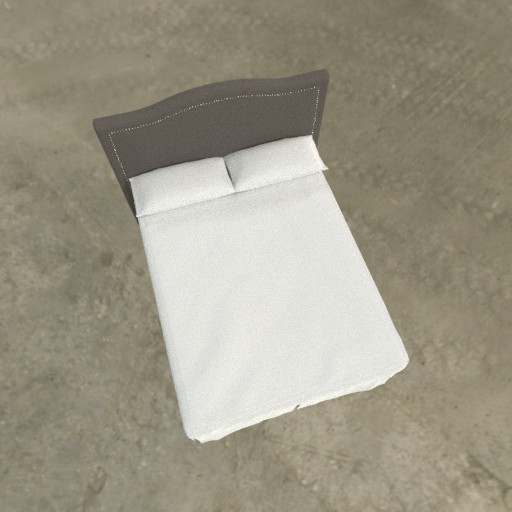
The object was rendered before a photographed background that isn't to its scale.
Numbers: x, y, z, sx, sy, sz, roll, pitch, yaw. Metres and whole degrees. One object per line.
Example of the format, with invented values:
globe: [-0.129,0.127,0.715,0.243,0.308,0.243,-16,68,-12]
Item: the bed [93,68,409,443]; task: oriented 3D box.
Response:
bed: [0.000,0.000,3.139,1.666,1.387,2.036,-15,64,-8]
